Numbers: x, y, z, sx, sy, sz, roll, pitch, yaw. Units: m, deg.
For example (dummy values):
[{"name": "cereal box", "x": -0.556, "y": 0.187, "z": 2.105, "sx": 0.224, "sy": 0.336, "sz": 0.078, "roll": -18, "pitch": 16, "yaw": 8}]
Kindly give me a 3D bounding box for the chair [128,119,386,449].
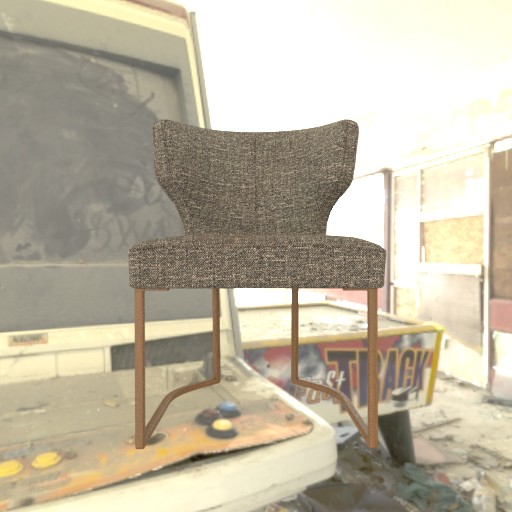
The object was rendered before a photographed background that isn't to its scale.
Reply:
[{"name": "chair", "x": 0.000, "y": 0.000, "z": 1.234, "sx": 0.611, "sy": 0.824, "sz": 0.617, "roll": 0, "pitch": 0, "yaw": 0}]
